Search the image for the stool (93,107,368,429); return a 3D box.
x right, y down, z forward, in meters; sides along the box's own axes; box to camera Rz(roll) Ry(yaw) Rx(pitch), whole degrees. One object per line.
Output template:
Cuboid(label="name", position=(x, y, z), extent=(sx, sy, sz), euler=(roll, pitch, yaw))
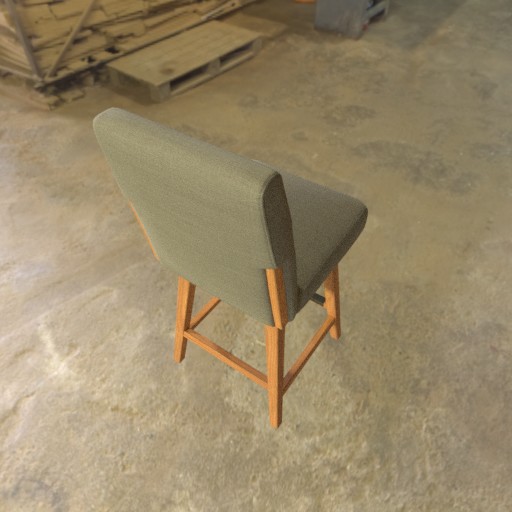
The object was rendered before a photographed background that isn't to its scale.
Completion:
Cuboid(label="stool", position=(0.000, 0.000, 1.305), extent=(0.459, 1.019, 0.570), euler=(26, 51, 24))
